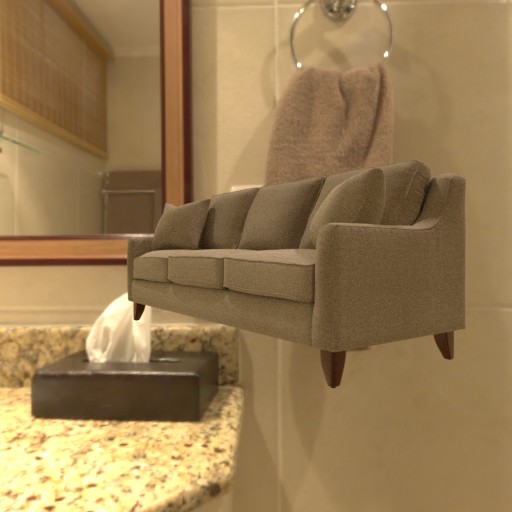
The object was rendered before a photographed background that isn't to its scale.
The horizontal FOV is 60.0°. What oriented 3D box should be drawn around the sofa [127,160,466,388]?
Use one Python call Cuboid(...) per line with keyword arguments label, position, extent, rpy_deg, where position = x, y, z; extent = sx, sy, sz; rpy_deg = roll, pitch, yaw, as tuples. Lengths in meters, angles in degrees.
Cuboid(label="sofa", position=(0.000, 0.000, 2.534), extent=(0.865, 0.914, 2.031), rpy_deg=(0, 1, -36))
